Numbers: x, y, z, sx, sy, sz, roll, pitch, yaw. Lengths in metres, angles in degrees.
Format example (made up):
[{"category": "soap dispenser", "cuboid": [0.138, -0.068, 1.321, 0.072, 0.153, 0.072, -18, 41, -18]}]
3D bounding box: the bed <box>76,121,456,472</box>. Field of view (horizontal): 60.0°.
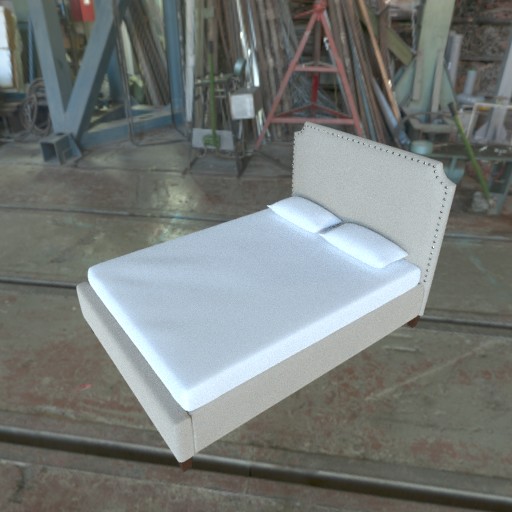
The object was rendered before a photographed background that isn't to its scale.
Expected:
[{"category": "bed", "cuboid": [0.000, 0.000, 3.454, 2.372, 1.443, 1.713, -21, 37, -31]}]
